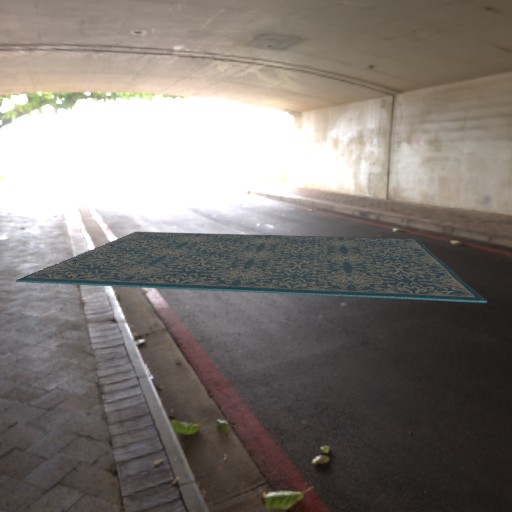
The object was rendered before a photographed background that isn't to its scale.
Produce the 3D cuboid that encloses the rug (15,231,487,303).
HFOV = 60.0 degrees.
[{"bbox_3d":[0.000,0.000,2.282,1.833,0.012,1.211,2,13,8],"label":"rug"}]
